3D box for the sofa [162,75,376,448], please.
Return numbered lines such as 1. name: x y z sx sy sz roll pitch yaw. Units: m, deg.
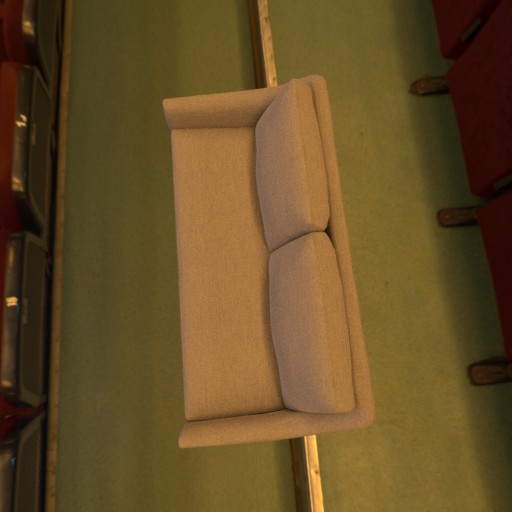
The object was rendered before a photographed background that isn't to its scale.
1. sofa: 0.000 0.000 2.648 0.980 0.913 2.036 -5 76 -1
